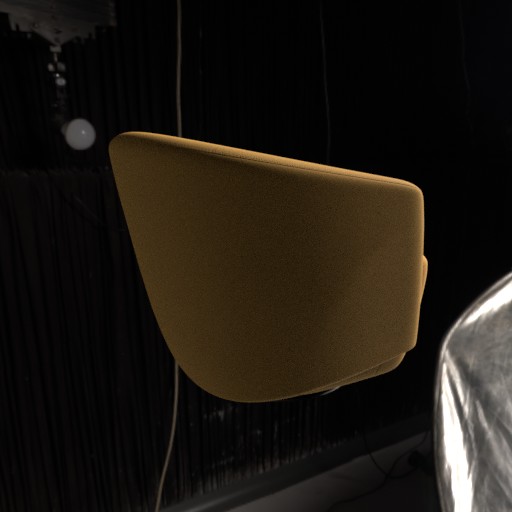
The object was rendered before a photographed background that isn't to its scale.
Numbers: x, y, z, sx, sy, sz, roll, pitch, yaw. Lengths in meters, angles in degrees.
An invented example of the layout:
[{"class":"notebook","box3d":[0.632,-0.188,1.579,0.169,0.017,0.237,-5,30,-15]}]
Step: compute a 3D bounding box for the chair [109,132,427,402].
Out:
[{"class":"chair","box3d":[0.000,0.000,1.306,0.767,0.698,0.773,-8,16,-27]}]
